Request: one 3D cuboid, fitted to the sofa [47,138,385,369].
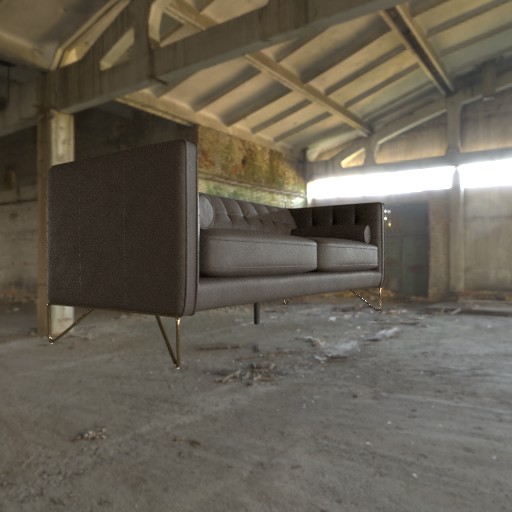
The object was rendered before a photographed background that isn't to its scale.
[{"bbox_3d":[0.000,0.000,2.564,0.867,0.789,2.087,0,-1,34],"label":"sofa"}]
